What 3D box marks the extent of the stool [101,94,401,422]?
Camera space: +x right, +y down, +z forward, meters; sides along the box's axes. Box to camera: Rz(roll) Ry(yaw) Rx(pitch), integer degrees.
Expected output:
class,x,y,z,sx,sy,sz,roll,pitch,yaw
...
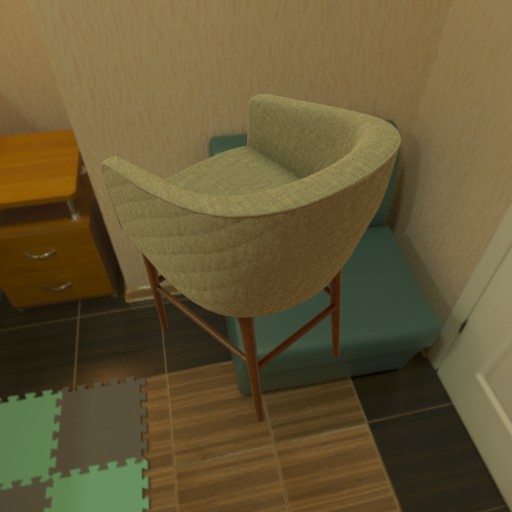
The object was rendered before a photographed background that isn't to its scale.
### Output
class,x,y,z,sx,sy,sz,roll,pitch,yaw
stool,0.000,0.000,1.332,0.559,0.952,0.635,-33,55,-27
